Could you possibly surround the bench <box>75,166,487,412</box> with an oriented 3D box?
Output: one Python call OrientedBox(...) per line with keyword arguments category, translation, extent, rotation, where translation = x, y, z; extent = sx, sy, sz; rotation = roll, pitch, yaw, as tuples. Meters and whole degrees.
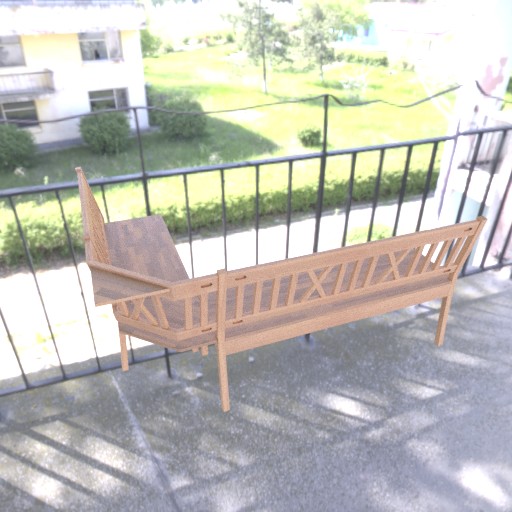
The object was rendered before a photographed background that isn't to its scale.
OrientedBox(category="bench", translation=(0.000, 0.000, 2.806), extent=(1.937, 0.902, 1.537), rotation=(-11, 33, -18))
